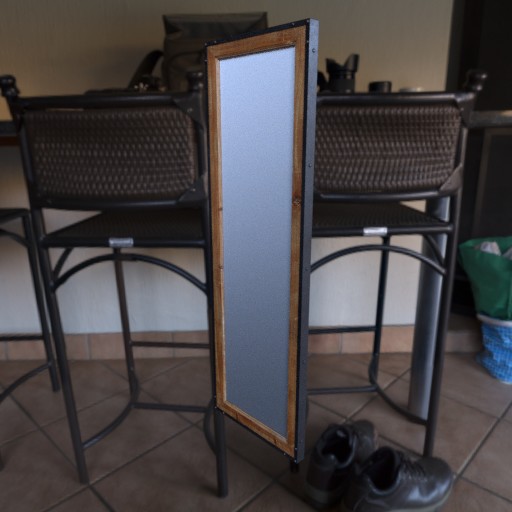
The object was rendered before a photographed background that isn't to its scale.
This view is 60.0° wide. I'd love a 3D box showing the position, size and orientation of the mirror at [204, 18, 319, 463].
[{"bbox_3d":[0.000,0.000,1.171,0.042,1.080,0.354,-14,21,-42],"label":"mirror"}]
